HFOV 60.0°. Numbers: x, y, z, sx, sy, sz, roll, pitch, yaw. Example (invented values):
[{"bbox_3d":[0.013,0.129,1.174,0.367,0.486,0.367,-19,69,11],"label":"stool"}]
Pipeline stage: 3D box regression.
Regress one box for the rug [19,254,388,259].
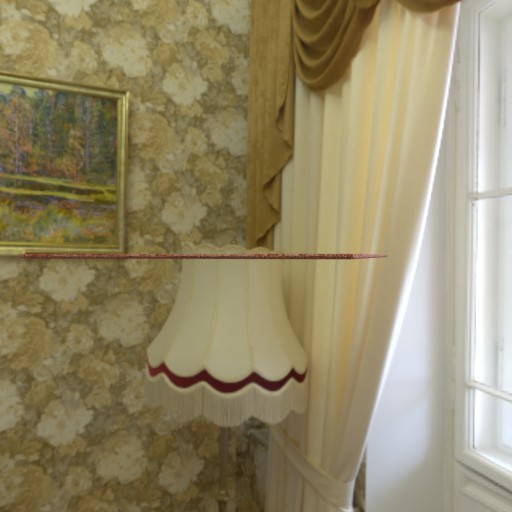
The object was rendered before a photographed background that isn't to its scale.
[{"bbox_3d":[0.000,0.000,2.299,1.219,0.016,1.829,0,0,19],"label":"rug"}]
